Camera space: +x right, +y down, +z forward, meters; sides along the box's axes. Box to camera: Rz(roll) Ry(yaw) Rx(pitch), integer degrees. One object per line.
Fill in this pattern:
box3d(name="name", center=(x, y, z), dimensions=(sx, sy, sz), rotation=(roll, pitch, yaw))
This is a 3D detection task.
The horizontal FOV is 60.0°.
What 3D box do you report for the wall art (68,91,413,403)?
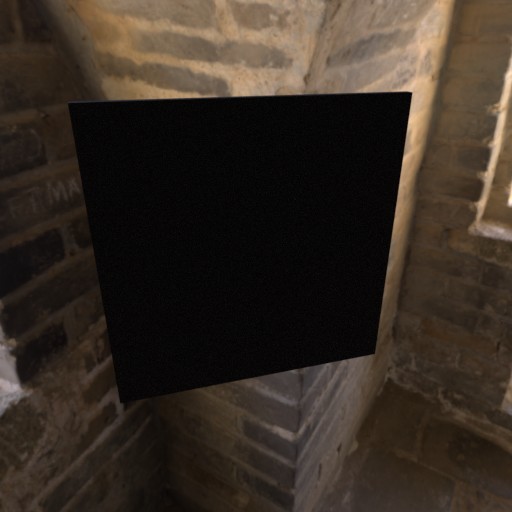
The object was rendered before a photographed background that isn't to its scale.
box3d(name="wall art", center=(0.000, 0.000, 0.673), dimensions=(0.456, 0.458, 0.013), rotation=(-7, 26, -14))
